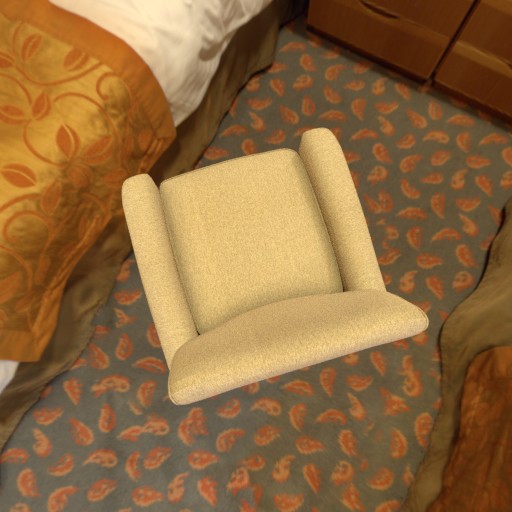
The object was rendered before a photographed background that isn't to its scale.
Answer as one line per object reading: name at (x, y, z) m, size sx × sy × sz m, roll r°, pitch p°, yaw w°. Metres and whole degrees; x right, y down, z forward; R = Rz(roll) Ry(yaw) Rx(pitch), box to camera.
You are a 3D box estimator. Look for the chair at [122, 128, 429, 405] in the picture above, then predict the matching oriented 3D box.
chair at (0.000, 0.000, 1.646) m, size 0.848 × 1.014 × 0.864 m, roll -16°, pitch 75°, yaw -4°
